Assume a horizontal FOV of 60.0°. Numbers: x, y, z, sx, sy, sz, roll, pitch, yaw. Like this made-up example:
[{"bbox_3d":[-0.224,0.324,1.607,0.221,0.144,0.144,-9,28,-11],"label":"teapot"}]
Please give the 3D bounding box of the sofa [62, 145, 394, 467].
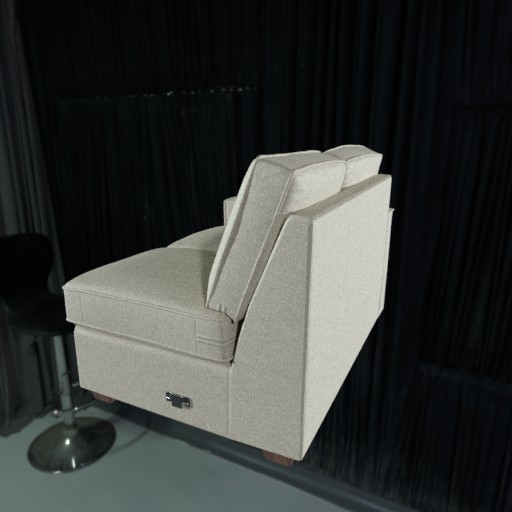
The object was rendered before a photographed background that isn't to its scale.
[{"bbox_3d":[0.000,0.000,2.033,0.991,0.989,1.388,8,18,25],"label":"sofa"}]
